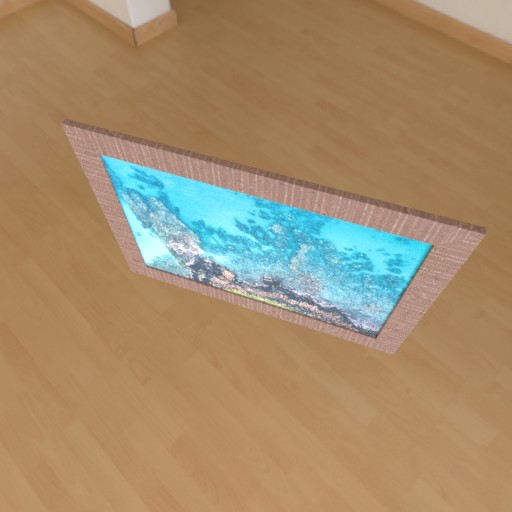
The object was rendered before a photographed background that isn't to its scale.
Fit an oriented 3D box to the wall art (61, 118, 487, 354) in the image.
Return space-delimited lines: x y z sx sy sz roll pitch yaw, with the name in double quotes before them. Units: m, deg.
"wall art" 0.000 0.000 1.372 1.056 0.761 0.020 16 60 10
